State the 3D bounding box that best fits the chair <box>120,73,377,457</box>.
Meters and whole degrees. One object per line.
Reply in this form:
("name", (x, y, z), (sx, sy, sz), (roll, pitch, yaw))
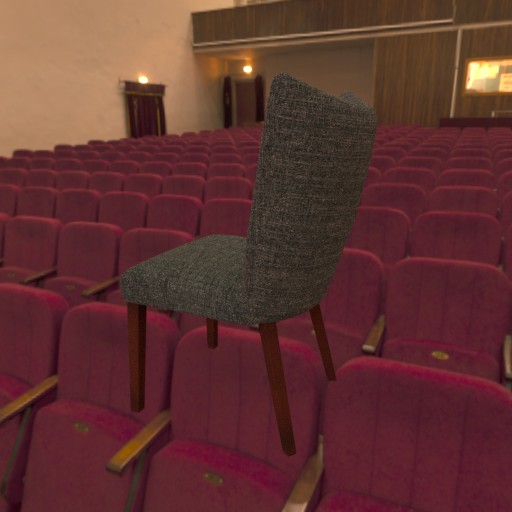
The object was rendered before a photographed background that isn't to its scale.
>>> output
("chair", (0.000, 0.000, 1.285), (0.623, 0.924, 0.535), (8, 18, 24))
